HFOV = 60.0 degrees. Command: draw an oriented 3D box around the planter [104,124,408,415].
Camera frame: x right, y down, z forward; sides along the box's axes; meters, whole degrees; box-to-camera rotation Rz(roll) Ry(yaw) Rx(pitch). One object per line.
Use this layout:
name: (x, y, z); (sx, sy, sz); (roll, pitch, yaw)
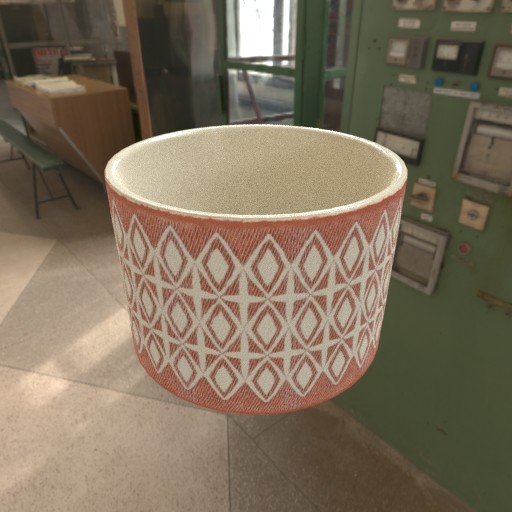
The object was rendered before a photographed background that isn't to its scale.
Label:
planter: (0.000, 0.000, 0.328); (0.192, 0.148, 0.192); (0, 29, 0)
